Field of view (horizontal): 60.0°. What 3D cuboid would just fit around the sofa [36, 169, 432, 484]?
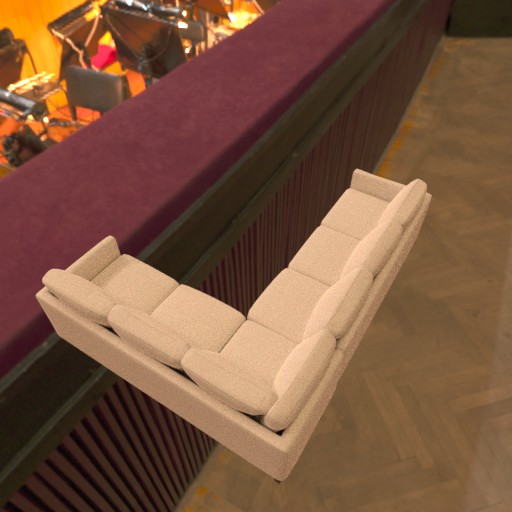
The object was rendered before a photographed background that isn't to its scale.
[{"bbox_3d":[0.000,0.000,4.543,2.593,0.947,3.302,25,51,21],"label":"sofa"}]
